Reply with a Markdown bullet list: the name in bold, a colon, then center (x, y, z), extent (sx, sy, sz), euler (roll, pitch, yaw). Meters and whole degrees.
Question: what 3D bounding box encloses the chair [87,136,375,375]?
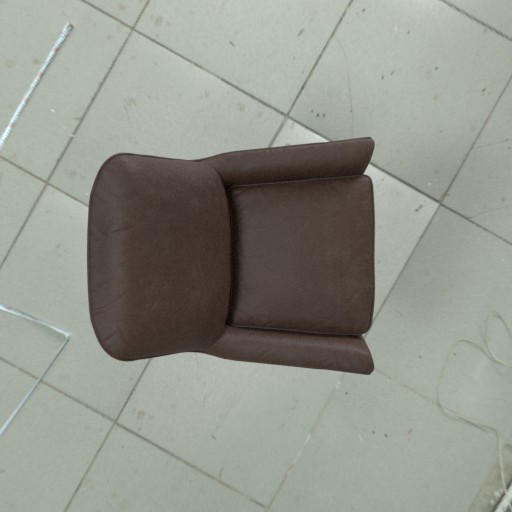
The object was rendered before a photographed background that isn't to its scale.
- **chair**: center (0.000, 0.000, 1.502), extent (0.824, 0.888, 0.787), euler (0, 90, 0)
